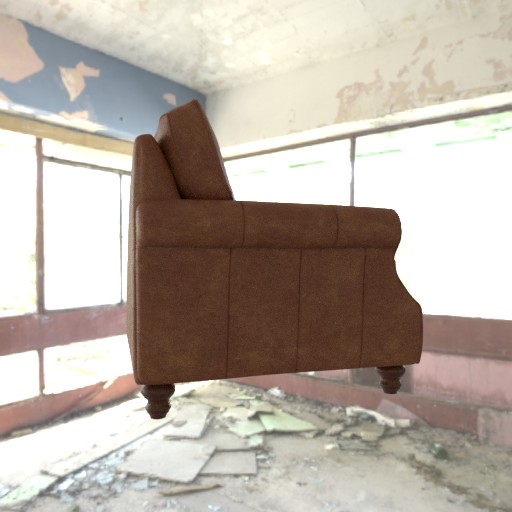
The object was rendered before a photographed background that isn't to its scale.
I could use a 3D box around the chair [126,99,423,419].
[{"bbox_3d":[0.000,0.000,1.775,0.986,0.962,0.983,0,0,-17],"label":"chair"}]
